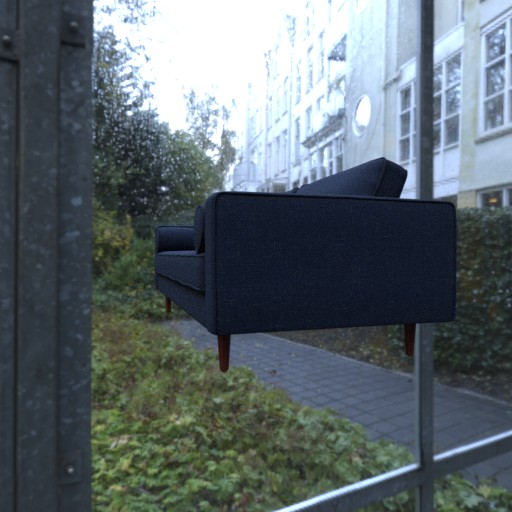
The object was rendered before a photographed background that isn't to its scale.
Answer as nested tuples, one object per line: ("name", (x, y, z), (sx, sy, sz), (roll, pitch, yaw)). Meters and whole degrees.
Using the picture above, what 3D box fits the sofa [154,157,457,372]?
("sofa", (0.000, 0.000, 2.324), (0.914, 0.762, 1.880), (0, 0, -18))
